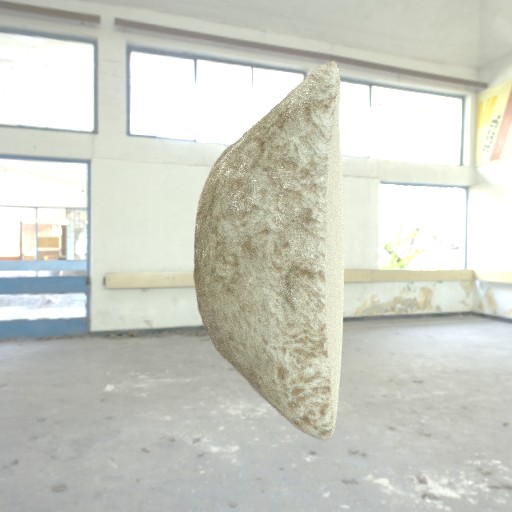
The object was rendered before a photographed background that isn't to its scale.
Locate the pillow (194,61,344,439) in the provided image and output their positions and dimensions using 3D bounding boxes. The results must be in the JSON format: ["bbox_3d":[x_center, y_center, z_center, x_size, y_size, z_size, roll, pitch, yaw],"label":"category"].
[{"bbox_3d":[0.000,0.000,0.817,0.216,0.525,0.538,0,0,-17],"label":"pillow"}]
